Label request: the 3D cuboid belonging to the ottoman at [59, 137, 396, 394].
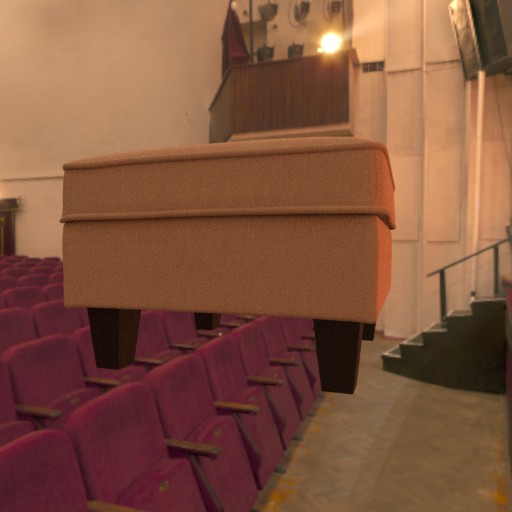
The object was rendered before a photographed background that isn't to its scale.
[{"bbox_3d":[0.000,0.000,1.024,0.613,0.438,0.616,0,1,19],"label":"ottoman"}]
